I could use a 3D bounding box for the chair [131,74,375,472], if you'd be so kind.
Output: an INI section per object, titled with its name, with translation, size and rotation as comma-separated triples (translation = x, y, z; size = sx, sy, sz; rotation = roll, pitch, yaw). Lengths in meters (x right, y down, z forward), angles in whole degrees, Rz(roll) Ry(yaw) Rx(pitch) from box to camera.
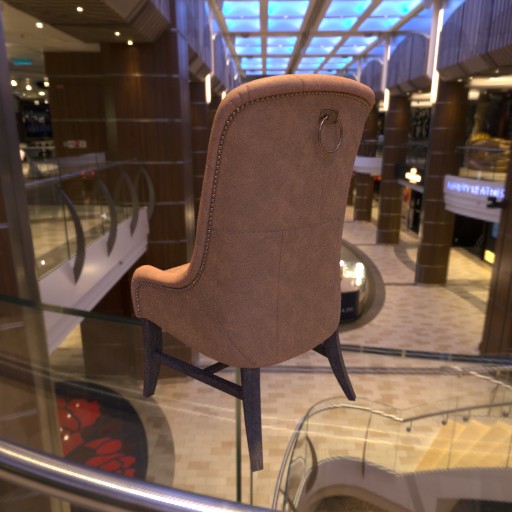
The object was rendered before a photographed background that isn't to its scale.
[chair]
translation = 0.000, 0.000, 1.493
size = 0.634, 1.091, 0.629
rotation = -15, 22, -43
